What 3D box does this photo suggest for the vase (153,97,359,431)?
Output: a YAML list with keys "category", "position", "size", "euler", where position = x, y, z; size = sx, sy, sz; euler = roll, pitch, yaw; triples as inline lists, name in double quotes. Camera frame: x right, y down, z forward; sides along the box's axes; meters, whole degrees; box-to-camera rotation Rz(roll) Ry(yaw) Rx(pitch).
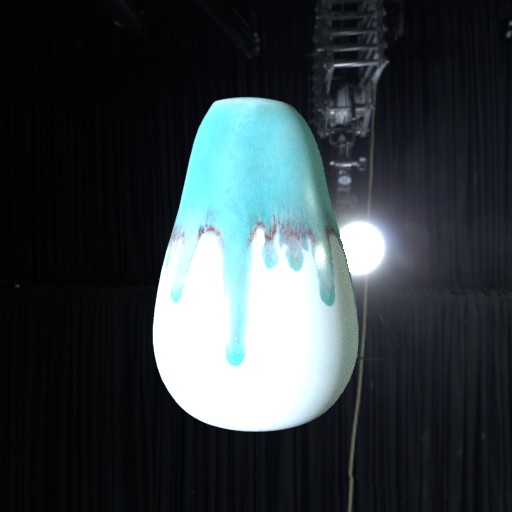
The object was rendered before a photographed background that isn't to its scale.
- category: "vase"
  position: [0.000, 0.000, 0.257]
  size: [0.116, 0.179, 0.116]
  euler: [0, 0, 0]
